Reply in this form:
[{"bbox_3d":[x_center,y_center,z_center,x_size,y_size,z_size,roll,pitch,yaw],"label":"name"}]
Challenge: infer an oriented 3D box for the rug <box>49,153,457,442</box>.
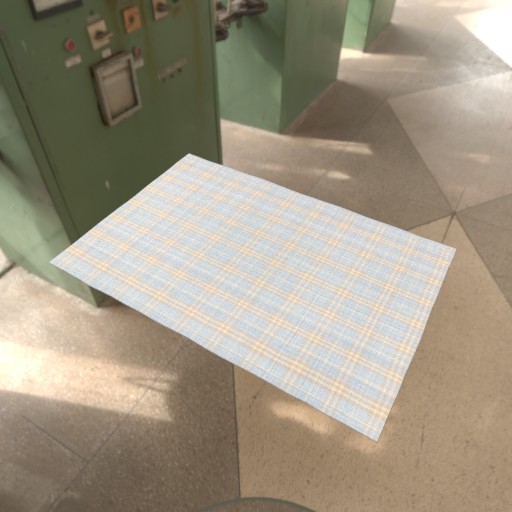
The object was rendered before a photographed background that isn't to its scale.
[{"bbox_3d":[0.000,0.000,2.387,1.835,0.012,1.231,23,50,21],"label":"rug"}]
